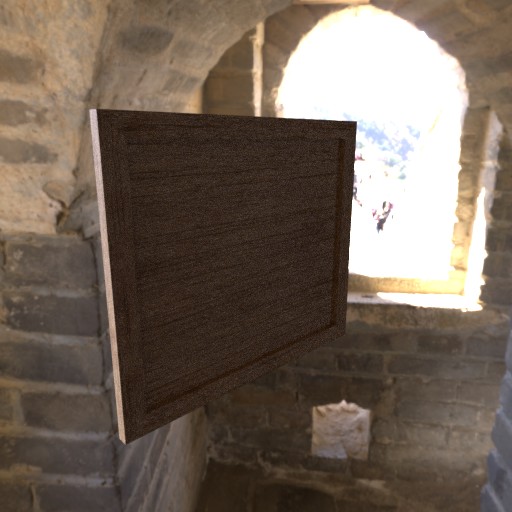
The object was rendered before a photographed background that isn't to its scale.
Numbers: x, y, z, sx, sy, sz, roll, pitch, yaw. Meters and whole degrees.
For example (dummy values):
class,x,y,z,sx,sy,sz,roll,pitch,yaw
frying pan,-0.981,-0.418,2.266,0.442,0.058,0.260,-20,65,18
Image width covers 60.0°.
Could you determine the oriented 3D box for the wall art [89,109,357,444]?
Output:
class,x,y,z,sx,sy,sz,roll,pitch,yaw
wall art,0.000,0.000,0.980,0.690,0.588,0.026,-14,20,-42
